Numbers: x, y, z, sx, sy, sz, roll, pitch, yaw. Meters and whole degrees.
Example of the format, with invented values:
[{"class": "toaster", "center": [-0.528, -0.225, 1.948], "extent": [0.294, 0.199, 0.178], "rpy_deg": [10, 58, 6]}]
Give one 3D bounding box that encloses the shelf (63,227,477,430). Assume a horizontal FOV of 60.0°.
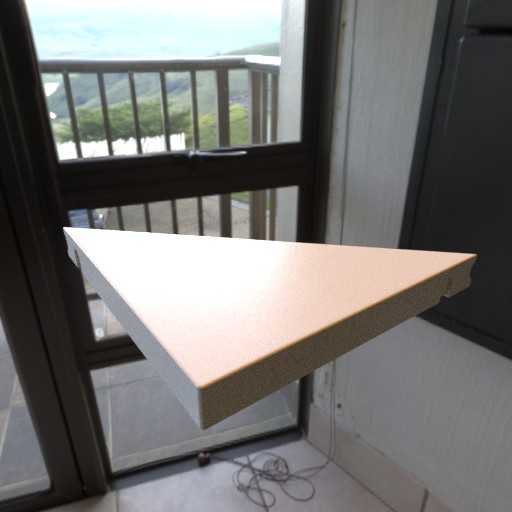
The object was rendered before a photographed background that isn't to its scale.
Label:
[{"class": "shelf", "center": [0.000, 0.000, 0.447], "extent": [0.296, 0.035, 0.296], "rpy_deg": [-18, 32, -32]}]
